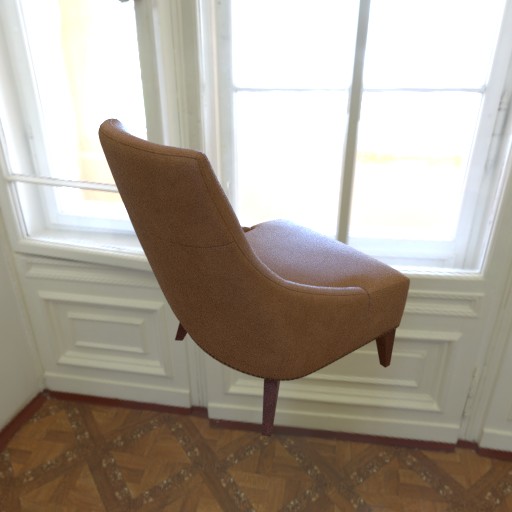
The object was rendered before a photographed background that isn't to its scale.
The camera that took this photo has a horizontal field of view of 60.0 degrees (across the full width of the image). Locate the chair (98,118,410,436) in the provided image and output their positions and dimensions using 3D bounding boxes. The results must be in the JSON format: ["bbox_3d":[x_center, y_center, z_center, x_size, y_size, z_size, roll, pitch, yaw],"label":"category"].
[{"bbox_3d":[0.000,0.000,1.502,0.861,0.909,0.701,-18,32,-32],"label":"chair"}]
